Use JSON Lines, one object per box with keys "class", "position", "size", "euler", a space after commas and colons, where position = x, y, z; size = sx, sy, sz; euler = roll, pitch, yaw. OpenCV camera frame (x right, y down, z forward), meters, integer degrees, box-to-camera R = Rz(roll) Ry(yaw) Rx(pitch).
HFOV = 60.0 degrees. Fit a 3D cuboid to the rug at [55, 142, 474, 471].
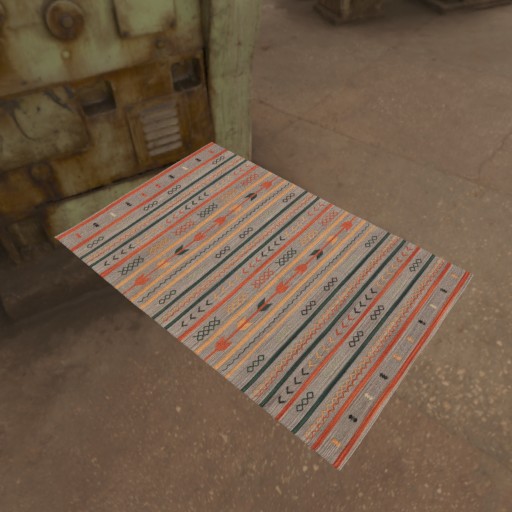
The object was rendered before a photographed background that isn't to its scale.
{"class": "rug", "position": [0.000, 0.000, 2.311], "size": [1.835, 0.017, 1.220], "euler": [32, 55, 26]}
